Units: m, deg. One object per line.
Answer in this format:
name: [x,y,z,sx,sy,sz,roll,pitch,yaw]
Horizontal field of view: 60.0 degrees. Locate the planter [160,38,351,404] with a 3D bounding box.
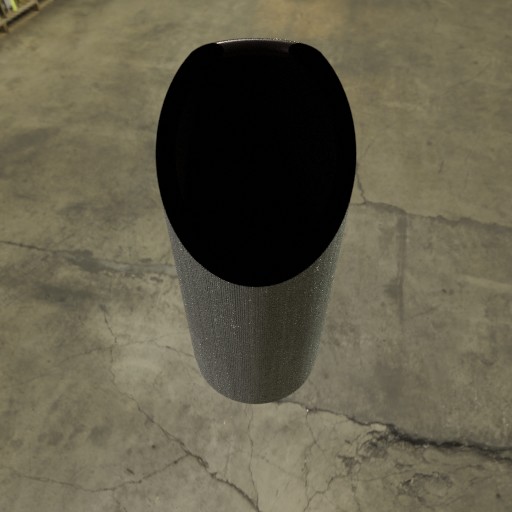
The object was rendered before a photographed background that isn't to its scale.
planter: [0.000,0.000,0.126,0.045,0.103,0.045,10,50,9]
